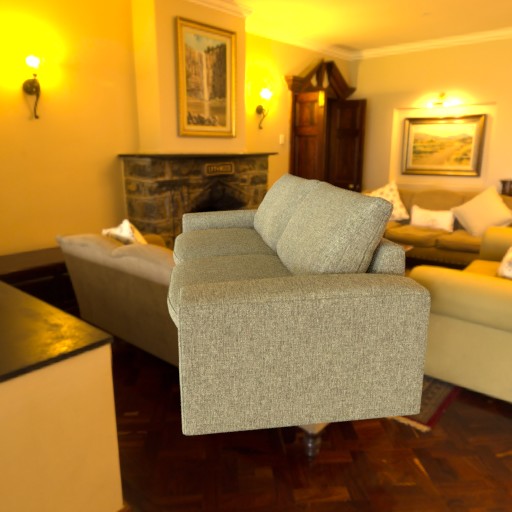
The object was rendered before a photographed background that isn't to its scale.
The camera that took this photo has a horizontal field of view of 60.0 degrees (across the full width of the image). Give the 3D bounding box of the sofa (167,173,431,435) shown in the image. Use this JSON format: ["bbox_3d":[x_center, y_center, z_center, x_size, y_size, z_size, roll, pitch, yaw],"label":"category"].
[{"bbox_3d":[0.000,0.000,2.771,1.040,0.922,2.299,-2,14,-8],"label":"sofa"}]
